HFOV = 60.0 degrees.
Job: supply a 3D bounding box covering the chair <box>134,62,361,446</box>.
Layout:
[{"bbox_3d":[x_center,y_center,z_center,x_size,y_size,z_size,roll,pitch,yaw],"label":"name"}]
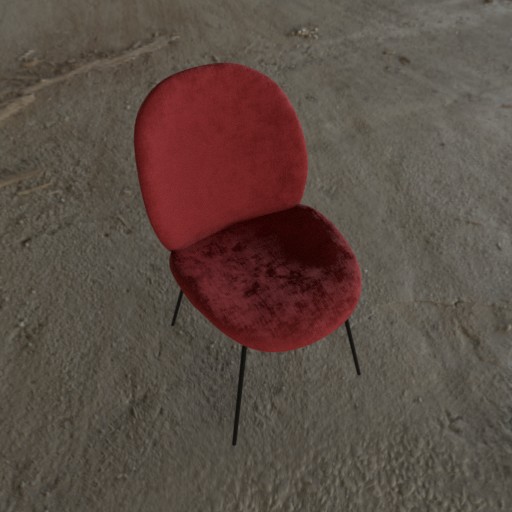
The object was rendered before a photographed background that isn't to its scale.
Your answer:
[{"bbox_3d":[0.000,0.000,1.172,0.458,0.791,0.587,-22,51,-19],"label":"chair"}]
